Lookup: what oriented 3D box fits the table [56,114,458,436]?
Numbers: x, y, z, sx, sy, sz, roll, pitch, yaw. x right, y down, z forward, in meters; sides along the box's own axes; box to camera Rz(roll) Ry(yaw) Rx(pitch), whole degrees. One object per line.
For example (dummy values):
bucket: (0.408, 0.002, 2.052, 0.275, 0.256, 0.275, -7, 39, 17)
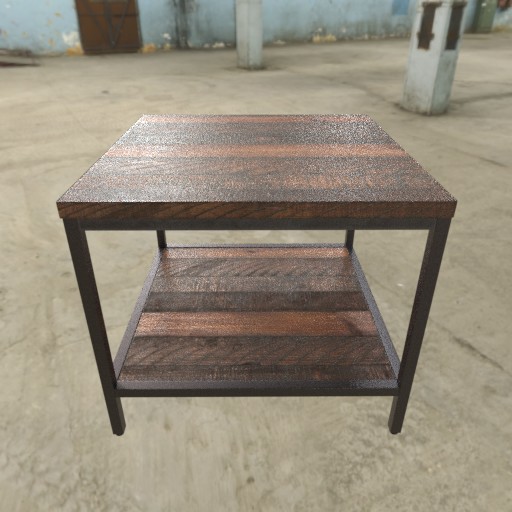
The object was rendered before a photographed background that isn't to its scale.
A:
table: (0.000, 0.000, 0.961, 0.548, 0.482, 0.553, 0, 29, 0)
